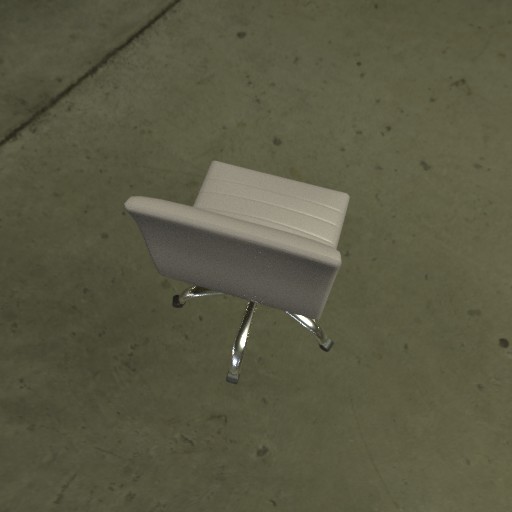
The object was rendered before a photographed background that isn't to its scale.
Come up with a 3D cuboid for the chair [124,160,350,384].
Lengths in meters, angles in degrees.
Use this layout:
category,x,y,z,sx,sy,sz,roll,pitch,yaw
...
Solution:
category,x,y,z,sx,sy,sz,roll,pitch,yaw
chair,0.000,0.000,1.156,0.556,0.780,0.530,15,64,8
